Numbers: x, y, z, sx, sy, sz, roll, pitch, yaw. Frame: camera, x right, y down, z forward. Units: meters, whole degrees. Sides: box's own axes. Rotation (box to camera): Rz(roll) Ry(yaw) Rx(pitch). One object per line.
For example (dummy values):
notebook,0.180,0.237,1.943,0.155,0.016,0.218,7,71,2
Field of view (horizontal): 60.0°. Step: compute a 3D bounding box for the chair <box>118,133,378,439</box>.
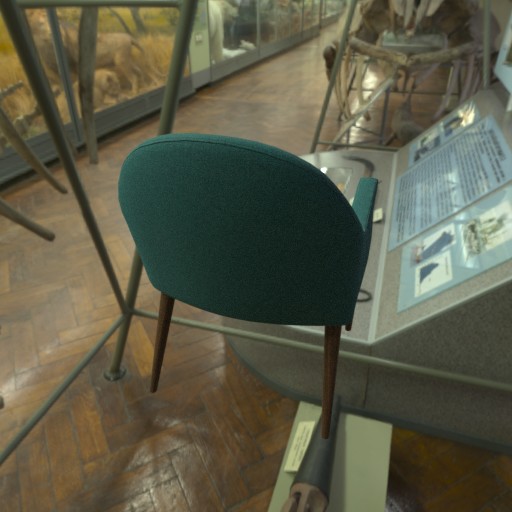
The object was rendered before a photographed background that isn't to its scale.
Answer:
chair,0.000,0.000,1.354,0.656,0.907,0.652,9,32,15
